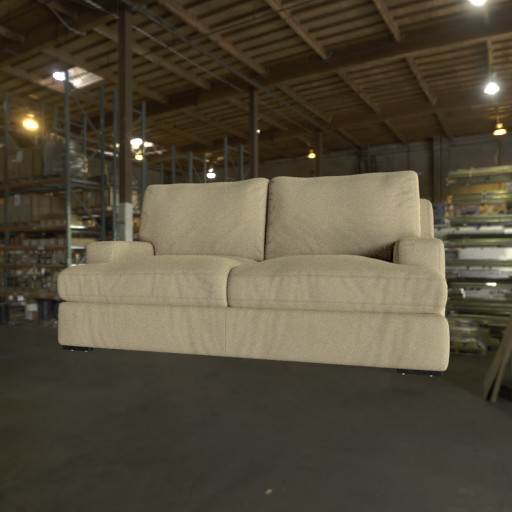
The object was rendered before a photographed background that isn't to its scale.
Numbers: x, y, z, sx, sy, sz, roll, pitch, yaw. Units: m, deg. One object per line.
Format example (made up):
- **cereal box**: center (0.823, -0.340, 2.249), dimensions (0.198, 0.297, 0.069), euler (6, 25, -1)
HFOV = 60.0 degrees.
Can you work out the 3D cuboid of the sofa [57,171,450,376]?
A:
- **sofa**: center (0.000, 0.000, 2.421), dimensions (1.885, 0.967, 0.962), euler (0, 0, 17)
